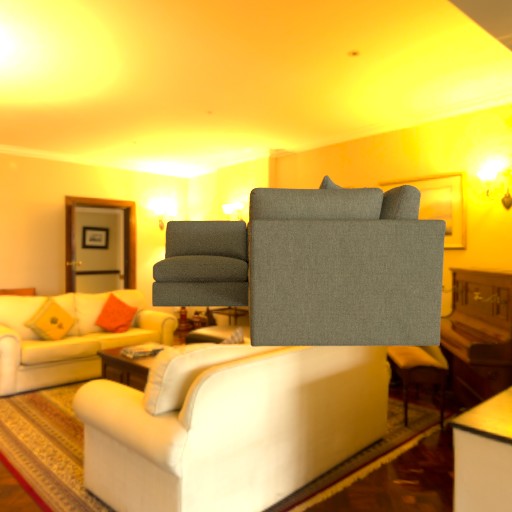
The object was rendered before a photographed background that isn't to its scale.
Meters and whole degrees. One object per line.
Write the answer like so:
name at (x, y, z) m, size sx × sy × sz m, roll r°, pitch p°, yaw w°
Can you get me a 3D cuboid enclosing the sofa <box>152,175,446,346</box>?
sofa at (0.000, 0.000, 3.819) m, size 1.994 × 0.978 × 2.896 m, roll 0°, pitch 0°, yaw -1°
